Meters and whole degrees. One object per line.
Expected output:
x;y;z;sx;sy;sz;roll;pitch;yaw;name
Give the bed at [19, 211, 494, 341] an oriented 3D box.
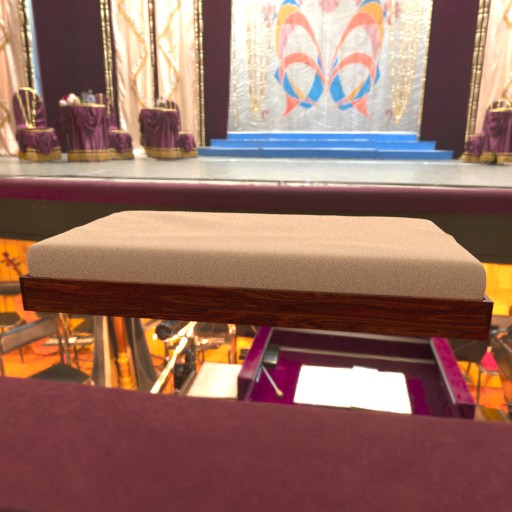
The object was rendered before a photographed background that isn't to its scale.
0.000;0.000;2.161;1.860;0.312;0.940;2;15;9;bed
